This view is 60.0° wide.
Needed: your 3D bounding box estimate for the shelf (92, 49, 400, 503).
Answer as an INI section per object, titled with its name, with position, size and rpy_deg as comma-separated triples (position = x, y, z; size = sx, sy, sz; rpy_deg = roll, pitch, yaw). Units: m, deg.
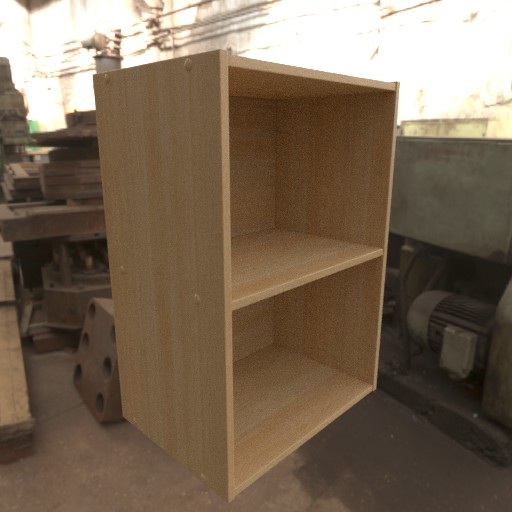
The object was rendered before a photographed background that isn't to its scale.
[shelf]
position = 0.000, 0.000, 0.789
size = 0.290, 0.592, 0.414
rpy_deg = 14, 21, 42
